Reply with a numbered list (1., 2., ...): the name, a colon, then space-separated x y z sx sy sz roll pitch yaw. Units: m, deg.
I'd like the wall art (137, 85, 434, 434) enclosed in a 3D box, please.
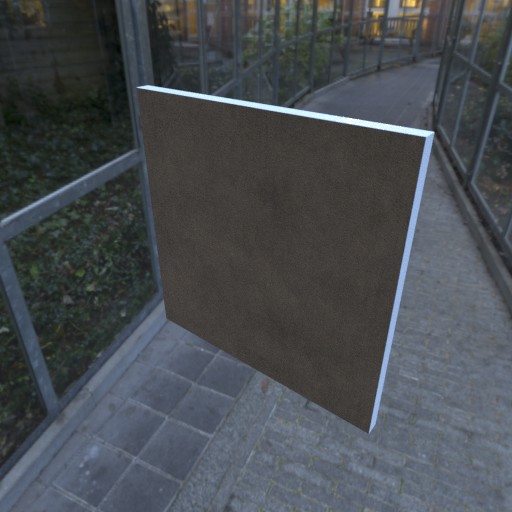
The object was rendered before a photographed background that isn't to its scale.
1. wall art: 0.000 0.000 0.689 0.455 0.453 0.023 22 37 32
